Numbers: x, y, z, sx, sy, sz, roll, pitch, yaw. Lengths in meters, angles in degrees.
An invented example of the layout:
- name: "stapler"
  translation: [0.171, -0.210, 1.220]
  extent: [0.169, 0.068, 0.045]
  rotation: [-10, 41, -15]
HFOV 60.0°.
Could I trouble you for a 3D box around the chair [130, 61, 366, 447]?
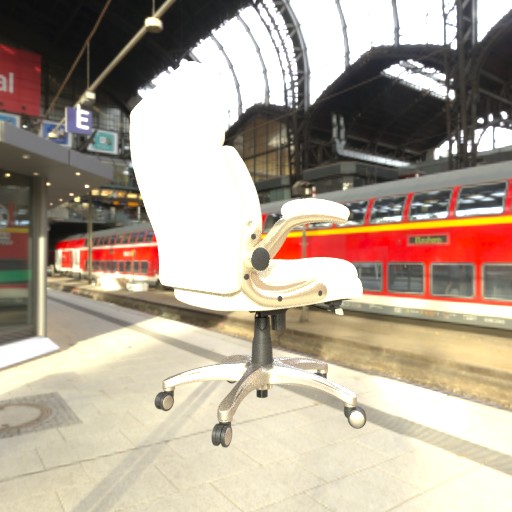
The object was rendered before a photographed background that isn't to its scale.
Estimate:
- name: "chair"
  translation: [0.000, 0.000, 1.617]
  extent: [0.794, 1.110, 0.740]
  rotation: [0, 0, -36]
